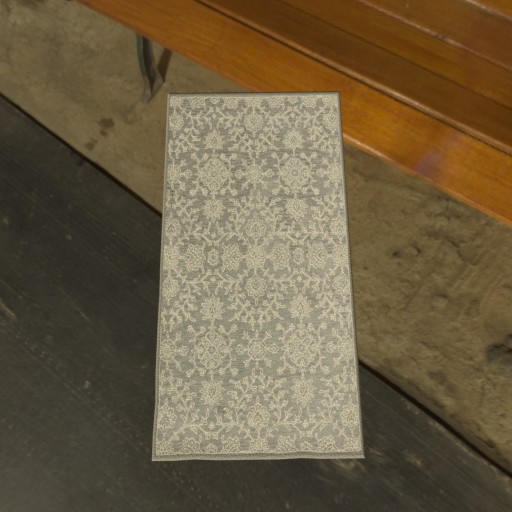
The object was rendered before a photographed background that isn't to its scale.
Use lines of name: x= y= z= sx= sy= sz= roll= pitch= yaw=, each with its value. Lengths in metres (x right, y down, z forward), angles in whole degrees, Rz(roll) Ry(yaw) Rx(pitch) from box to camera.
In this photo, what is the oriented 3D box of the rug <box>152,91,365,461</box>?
rug: x=0.000 y=0.000 z=3.599 sx=1.546 sy=0.011 sz=3.048 roll=-1 pitch=75 yaw=0
